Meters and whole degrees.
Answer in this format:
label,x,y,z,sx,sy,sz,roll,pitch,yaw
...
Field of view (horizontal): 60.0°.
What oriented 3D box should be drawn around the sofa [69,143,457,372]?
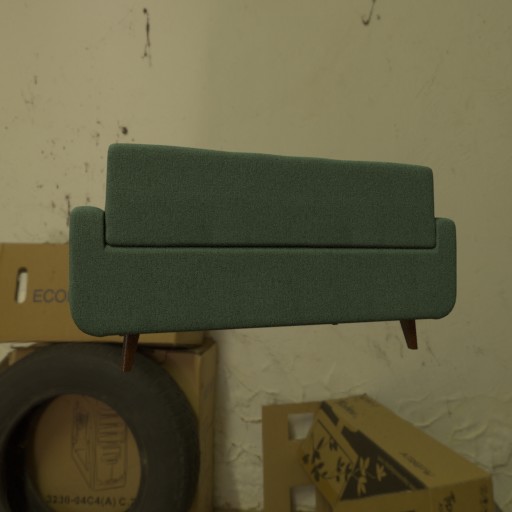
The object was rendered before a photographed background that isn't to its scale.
label,x,y,z,sx,sy,sz,roll,pitch,yaw
sofa,0.000,0.000,2.182,1.631,0.841,0.909,0,0,-18
